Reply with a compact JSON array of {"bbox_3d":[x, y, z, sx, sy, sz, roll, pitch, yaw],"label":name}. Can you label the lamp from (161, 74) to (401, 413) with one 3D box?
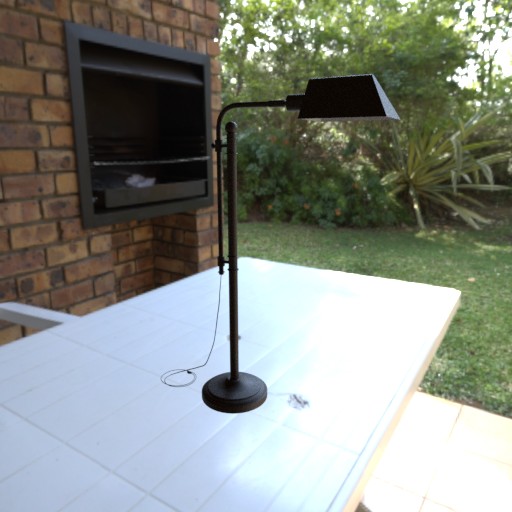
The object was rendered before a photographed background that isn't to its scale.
[{"bbox_3d":[0.000,0.000,0.964,0.545,0.708,0.159,7,16,27],"label":"lamp"}]
